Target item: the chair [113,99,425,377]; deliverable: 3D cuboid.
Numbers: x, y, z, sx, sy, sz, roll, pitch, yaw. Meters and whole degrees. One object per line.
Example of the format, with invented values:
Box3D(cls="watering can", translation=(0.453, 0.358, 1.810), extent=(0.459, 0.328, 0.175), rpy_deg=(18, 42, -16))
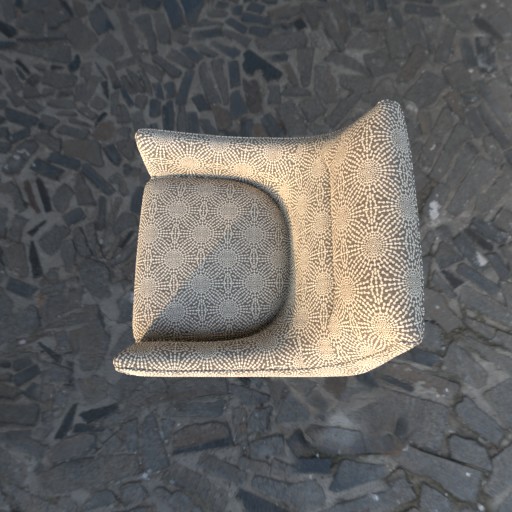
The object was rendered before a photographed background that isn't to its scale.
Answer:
Box3D(cls="chair", translation=(0.000, 0.000, 1.443), extent=(0.787, 0.838, 0.762), rpy_deg=(0, 74, 0))
